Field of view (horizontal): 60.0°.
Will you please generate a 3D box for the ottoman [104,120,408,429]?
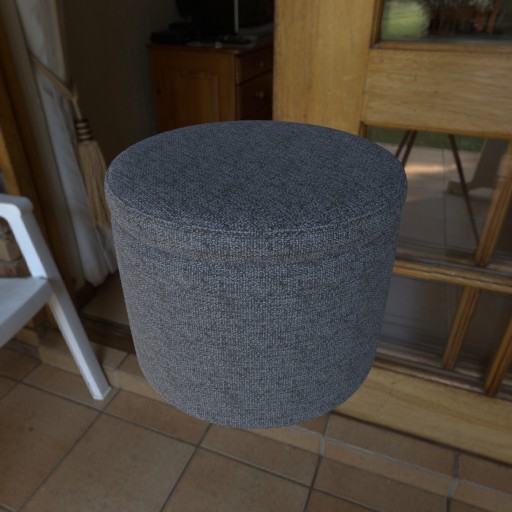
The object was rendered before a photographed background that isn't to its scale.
[{"bbox_3d":[0.000,0.000,0.880,0.520,0.430,0.520,0,32,0],"label":"ottoman"}]
